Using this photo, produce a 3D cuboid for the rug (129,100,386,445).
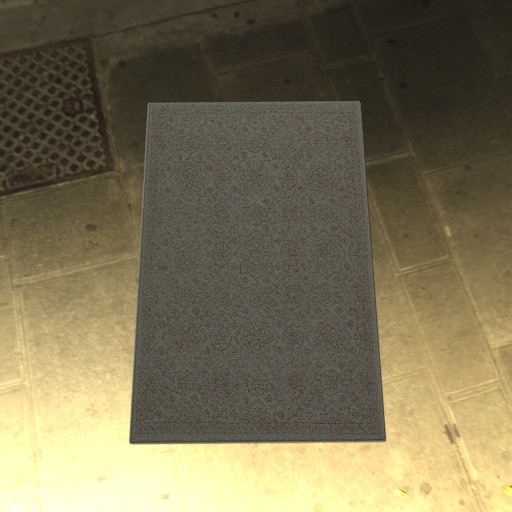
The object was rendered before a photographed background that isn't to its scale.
[{"bbox_3d":[0.000,0.000,2.319,1.219,0.010,1.829,0,76,0],"label":"rug"}]
